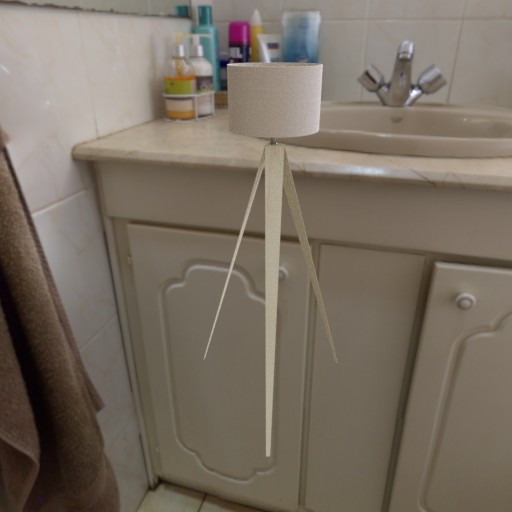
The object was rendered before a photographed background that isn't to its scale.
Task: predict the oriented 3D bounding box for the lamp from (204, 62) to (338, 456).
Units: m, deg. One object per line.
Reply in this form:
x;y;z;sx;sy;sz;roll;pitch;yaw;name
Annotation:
0.000;0.000;1.923;0.716;1.524;0.724;8;27;17;lamp
